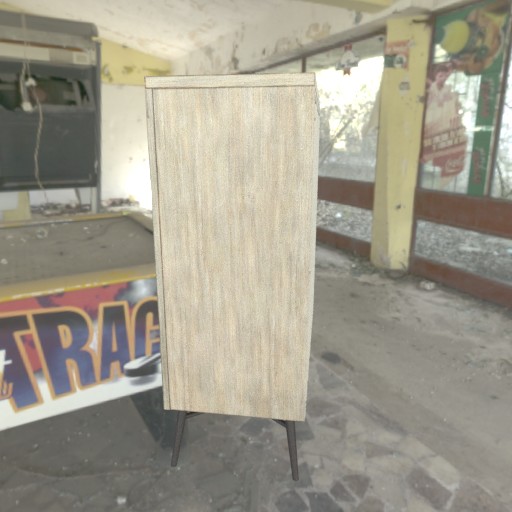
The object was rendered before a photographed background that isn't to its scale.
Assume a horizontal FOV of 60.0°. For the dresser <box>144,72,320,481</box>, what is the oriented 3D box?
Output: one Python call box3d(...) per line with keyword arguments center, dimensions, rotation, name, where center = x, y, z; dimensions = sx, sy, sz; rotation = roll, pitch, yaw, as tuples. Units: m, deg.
box3d(center=(0.000, 0.000, 1.769), dimensions=(0.457, 1.219, 1.016), rotation=(2, 15, 8), name="dresser")
